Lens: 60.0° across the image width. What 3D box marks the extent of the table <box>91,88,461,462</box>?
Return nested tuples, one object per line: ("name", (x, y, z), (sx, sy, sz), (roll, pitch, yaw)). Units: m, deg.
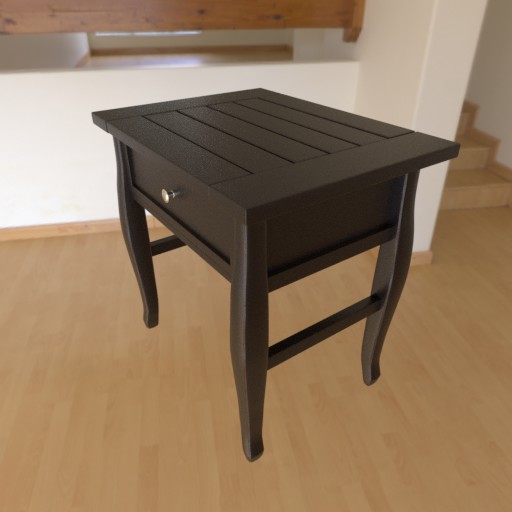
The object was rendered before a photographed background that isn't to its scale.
("table", (0.000, 0.000, 1.033), (0.460, 0.604, 0.602), (-20, 37, -30))
